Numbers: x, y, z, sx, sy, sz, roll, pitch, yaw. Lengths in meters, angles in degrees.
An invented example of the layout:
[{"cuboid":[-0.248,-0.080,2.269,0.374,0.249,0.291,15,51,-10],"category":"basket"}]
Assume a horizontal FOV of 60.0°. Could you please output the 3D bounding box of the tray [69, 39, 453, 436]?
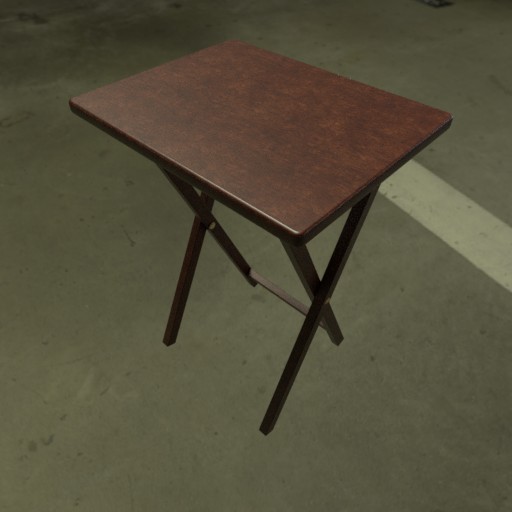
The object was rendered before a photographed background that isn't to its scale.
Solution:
[{"cuboid":[0.000,0.000,0.928,0.483,0.660,0.381,33,54,29],"category":"tray"}]
